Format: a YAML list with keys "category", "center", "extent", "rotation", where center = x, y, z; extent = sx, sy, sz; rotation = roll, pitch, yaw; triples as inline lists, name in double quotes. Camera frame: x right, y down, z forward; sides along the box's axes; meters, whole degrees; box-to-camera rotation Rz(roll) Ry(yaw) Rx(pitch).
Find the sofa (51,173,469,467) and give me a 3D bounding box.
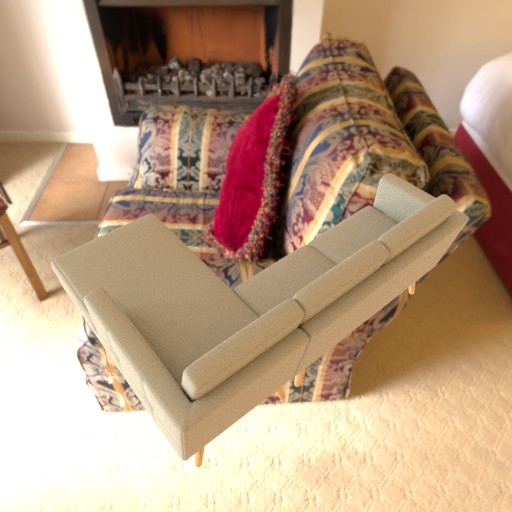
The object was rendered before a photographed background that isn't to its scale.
- category: "sofa"
  center: [0.000, 0.000, 2.767]
  extent: [2.040, 0.860, 1.530]
  rotation: [-31, 53, -26]
